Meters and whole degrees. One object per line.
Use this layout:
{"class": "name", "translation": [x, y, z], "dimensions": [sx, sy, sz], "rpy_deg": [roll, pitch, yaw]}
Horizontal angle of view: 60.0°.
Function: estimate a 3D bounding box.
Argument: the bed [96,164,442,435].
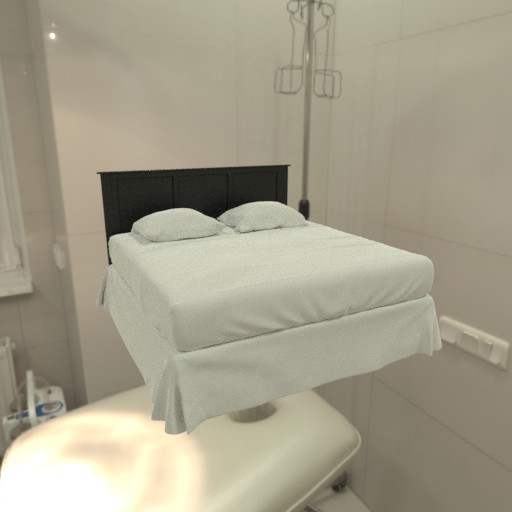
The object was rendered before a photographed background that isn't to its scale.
{"class": "bed", "translation": [0.000, 0.000, 3.632], "dimensions": [2.315, 1.271, 2.219], "rpy_deg": [-8, 18, -26]}
